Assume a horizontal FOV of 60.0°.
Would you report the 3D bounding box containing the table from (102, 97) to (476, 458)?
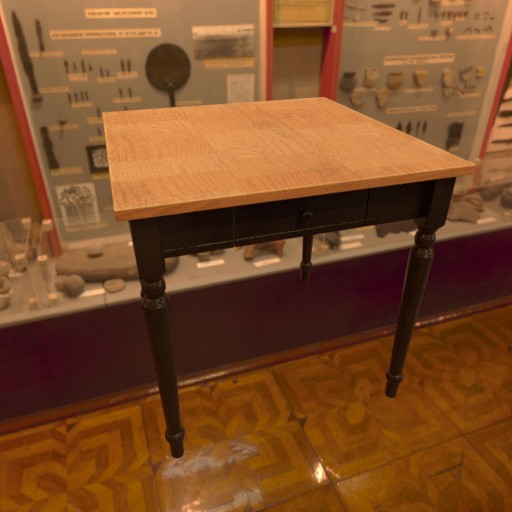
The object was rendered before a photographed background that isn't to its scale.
[{"bbox_3d":[0.000,0.000,1.339,0.747,0.738,0.747,-9,32,-15],"label":"table"}]
